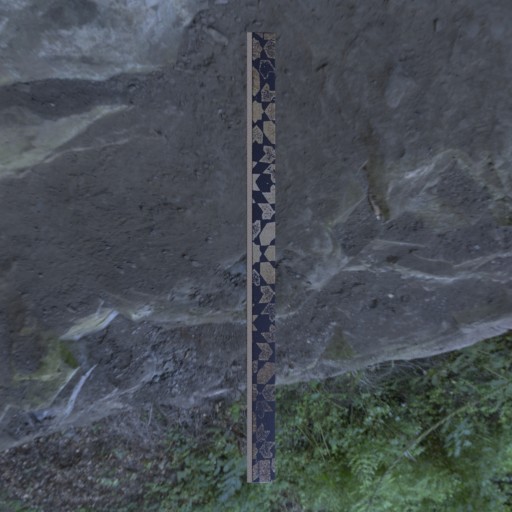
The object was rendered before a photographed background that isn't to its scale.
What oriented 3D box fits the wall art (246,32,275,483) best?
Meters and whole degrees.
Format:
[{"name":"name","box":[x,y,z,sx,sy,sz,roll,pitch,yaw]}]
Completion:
[{"name":"wall art","box":[0.000,0.000,0.906,0.038,0.612,0.612,0,91,-1]}]
